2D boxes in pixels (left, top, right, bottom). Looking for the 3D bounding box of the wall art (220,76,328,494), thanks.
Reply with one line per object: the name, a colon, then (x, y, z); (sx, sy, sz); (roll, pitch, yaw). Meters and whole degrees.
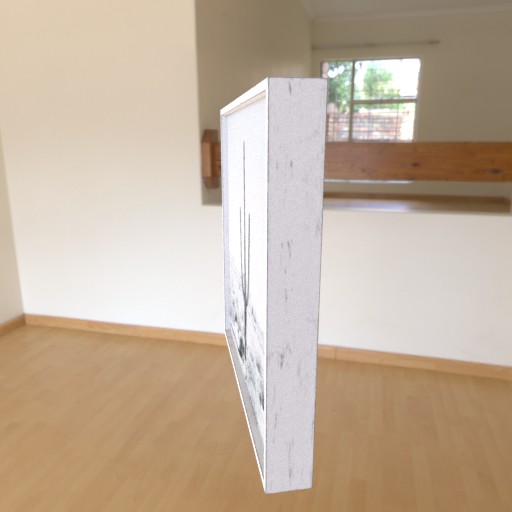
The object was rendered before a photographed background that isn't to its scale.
wall art: (0.000, 0.000, 0.456); (0.038, 0.305, 0.305); (-3, 15, -10)
